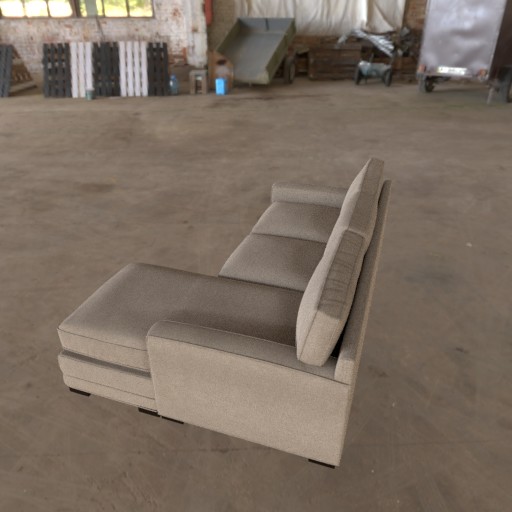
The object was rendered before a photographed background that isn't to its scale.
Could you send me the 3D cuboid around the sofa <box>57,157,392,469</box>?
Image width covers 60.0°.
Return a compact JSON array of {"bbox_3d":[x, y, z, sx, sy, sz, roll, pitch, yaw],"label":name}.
[{"bbox_3d":[0.000,0.000,2.853,1.496,0.861,2.087,10,31,16],"label":"sofa"}]
